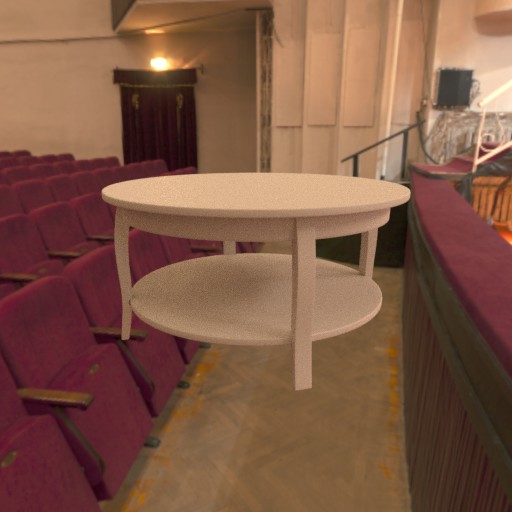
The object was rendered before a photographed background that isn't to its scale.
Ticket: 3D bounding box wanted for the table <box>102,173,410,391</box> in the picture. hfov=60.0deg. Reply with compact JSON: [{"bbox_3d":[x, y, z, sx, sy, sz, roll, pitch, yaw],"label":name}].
[{"bbox_3d":[0.000,0.000,1.438,0.910,0.457,0.910,0,15,0],"label":"table"}]
